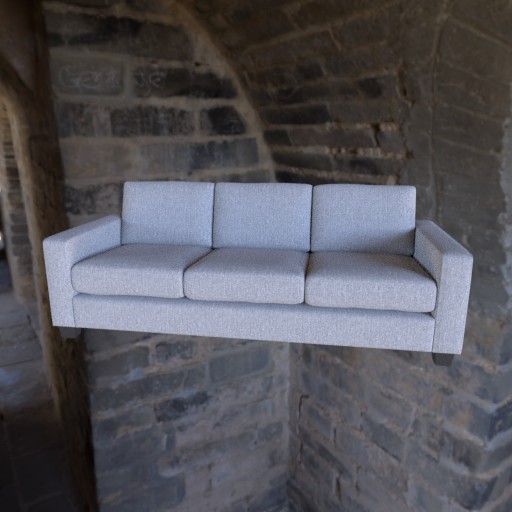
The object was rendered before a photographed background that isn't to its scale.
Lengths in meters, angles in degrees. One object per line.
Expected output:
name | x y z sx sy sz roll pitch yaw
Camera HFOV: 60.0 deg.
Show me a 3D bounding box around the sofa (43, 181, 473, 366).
sofa | 0.000 0.000 2.589 2.120 0.800 0.900 2 15 9
